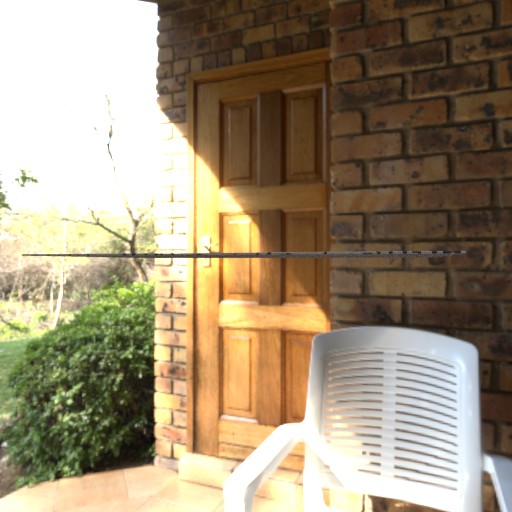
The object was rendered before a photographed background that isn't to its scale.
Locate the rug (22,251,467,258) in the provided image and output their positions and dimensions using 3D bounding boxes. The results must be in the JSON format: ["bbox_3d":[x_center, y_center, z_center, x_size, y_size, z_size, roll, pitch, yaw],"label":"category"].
[{"bbox_3d":[0.000,0.000,2.301,1.828,0.007,1.220,0,-1,18],"label":"rug"}]
